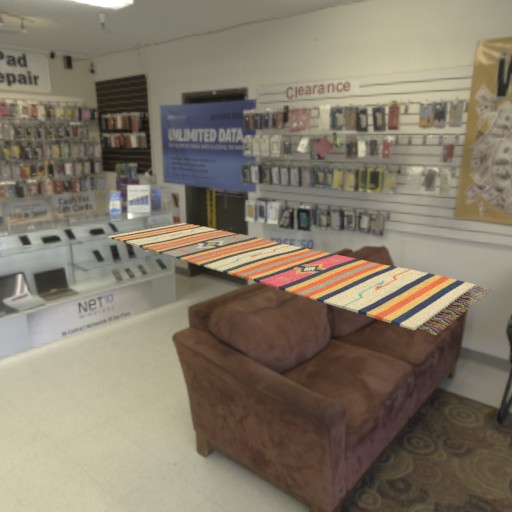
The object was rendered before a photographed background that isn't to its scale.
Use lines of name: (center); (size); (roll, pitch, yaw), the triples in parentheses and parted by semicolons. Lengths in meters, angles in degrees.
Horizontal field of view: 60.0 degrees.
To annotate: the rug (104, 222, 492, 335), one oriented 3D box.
rug: (0.000, 0.000, 2.668); (2.455, 0.017, 0.695); (14, 21, 41)
